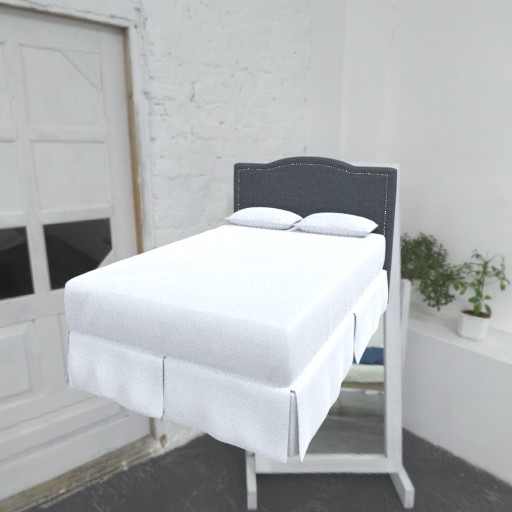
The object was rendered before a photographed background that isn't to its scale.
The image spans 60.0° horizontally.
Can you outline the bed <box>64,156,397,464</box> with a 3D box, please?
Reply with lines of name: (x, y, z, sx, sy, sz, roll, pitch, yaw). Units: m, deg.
bed: (0.000, 0.000, 3.503, 1.747, 1.441, 2.507, 8, 17, 26)
